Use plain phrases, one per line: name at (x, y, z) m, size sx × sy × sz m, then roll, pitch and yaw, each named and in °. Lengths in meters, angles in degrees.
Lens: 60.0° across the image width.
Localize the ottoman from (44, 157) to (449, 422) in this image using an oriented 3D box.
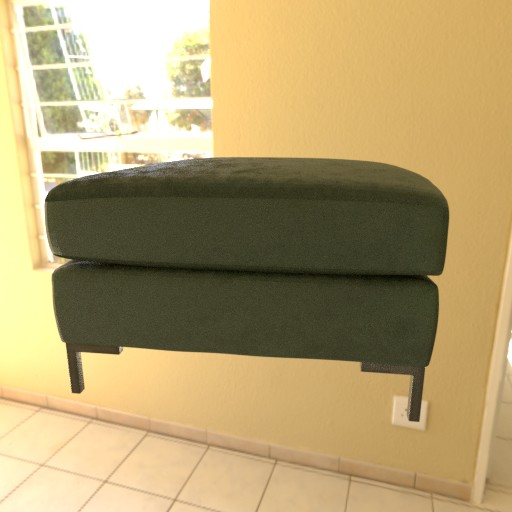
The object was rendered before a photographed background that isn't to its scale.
ottoman at (0.000, 0.000, 1.249) m, size 0.839 × 0.538 × 0.701 m, roll 2°, pitch 15°, yaw 8°
